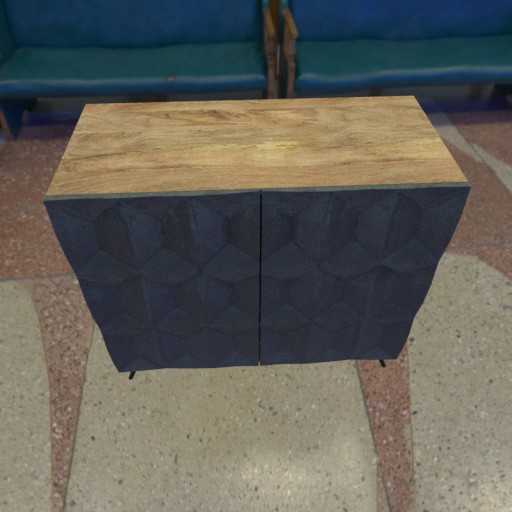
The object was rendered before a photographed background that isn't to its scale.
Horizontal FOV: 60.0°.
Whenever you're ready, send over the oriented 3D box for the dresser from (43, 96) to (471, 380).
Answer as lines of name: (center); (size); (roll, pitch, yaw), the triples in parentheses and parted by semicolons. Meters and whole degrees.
dresser: (0.000, 0.000, 1.440); (0.967, 0.847, 0.446); (-2, 46, -2)
